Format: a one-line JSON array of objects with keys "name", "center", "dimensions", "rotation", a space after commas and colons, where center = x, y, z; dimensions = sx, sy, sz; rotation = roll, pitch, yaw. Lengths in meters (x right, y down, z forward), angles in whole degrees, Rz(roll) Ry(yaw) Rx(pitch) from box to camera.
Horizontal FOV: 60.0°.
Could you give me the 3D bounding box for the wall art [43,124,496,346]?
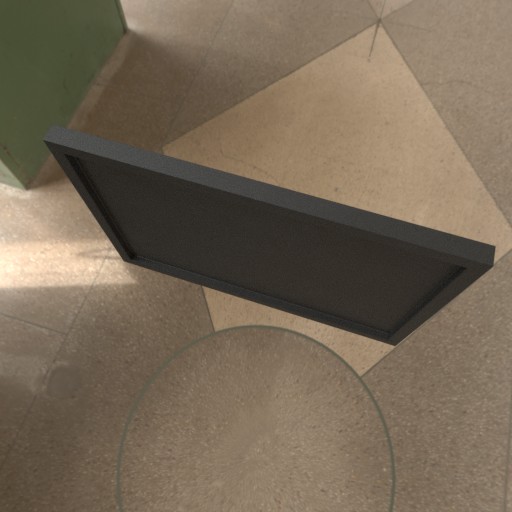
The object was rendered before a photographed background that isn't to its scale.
[{"name": "wall art", "center": [0.000, 0.000, 0.557], "dimensions": [0.443, 0.301, 0.021], "rotation": [17, 66, 7]}]
